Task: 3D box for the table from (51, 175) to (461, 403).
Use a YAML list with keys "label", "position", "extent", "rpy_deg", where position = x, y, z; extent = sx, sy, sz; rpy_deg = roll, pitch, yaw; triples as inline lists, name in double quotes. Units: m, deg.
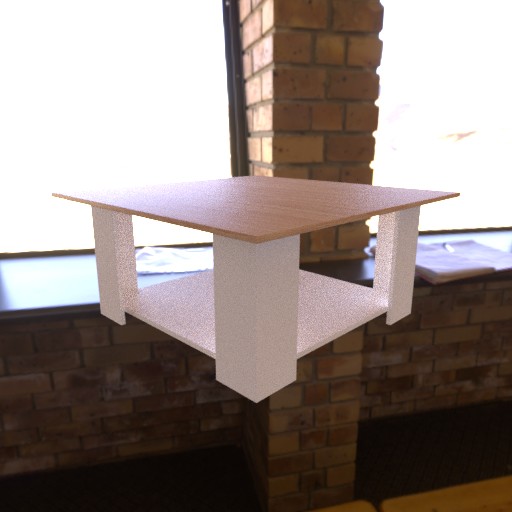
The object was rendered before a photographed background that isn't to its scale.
- label: "table"
  position: [0.000, 0.000, 1.064]
  extent: [0.670, 0.305, 0.670]
  rpy_deg: [14, 21, 43]
